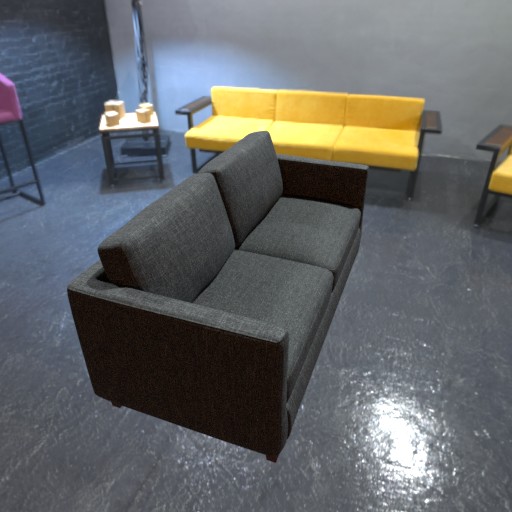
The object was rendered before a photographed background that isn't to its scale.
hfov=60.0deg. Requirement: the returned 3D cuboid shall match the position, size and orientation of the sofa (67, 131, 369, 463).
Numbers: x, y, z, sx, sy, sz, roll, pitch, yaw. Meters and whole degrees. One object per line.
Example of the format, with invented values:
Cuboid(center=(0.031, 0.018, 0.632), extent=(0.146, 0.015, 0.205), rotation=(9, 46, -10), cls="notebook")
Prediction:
Cuboid(center=(0.000, 0.000, 2.498), extent=(0.950, 0.963, 1.884), rotation=(11, 33, 18), cls="sofa")
